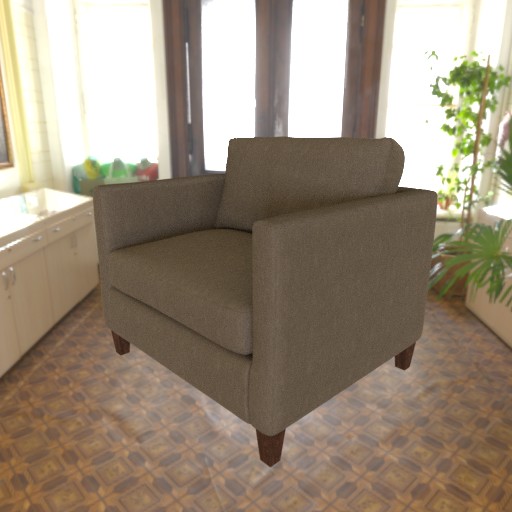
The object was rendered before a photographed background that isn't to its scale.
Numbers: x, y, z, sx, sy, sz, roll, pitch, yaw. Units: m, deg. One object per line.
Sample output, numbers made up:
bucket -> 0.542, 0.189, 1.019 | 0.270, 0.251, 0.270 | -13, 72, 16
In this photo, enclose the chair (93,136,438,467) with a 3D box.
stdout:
chair -> 0.000, 0.000, 1.847 | 0.959, 0.963, 1.107 | -15, 22, -42
